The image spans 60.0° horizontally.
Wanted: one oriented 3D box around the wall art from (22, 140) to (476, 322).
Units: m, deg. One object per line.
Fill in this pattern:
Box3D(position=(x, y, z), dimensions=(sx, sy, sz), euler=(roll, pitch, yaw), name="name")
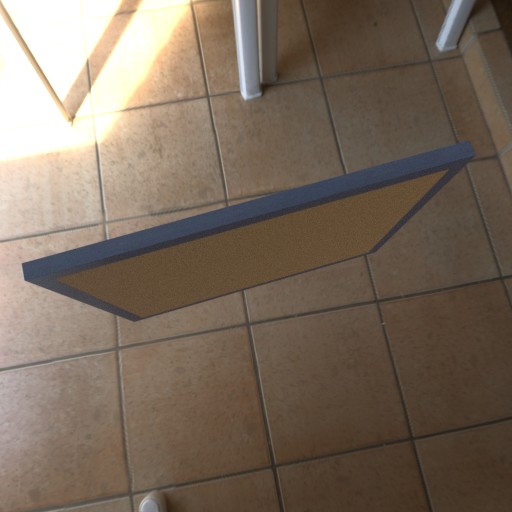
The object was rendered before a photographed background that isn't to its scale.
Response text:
Box3D(position=(0.000, 0.000, 0.895), dimensions=(0.660, 0.558, 0.026), euler=(-16, 76, -4), name="wall art")
